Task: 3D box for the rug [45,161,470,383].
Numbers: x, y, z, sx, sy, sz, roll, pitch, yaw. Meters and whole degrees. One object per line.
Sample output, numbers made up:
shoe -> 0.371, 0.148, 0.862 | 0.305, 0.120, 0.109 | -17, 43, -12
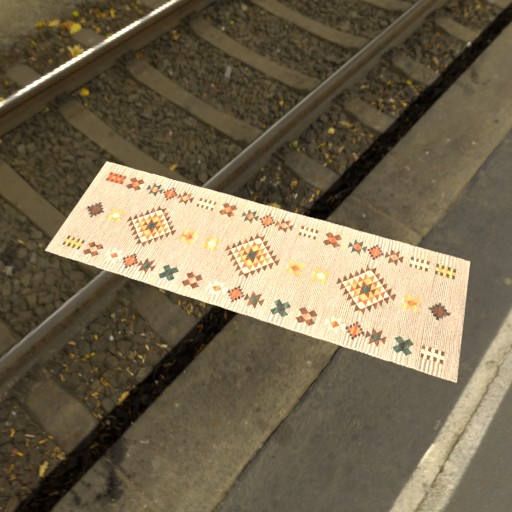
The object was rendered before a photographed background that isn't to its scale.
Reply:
rug -> 0.000, 0.000, 2.656 | 2.432, 0.008, 0.766 | 17, 60, 10
